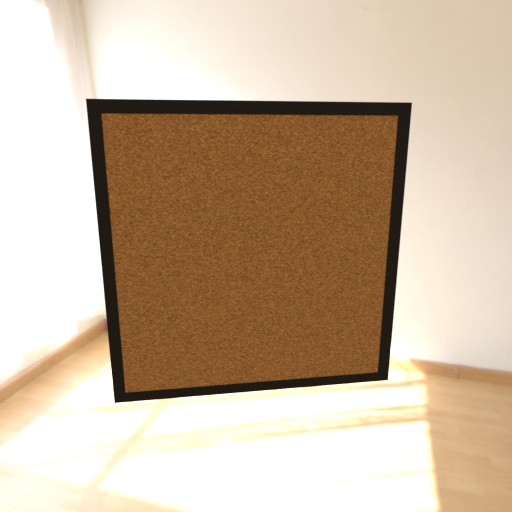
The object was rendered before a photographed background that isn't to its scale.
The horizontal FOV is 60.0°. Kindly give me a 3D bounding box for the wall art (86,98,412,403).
[{"bbox_3d":[0.000,0.000,0.763,0.506,0.503,0.036,-2,15,-8],"label":"wall art"}]
